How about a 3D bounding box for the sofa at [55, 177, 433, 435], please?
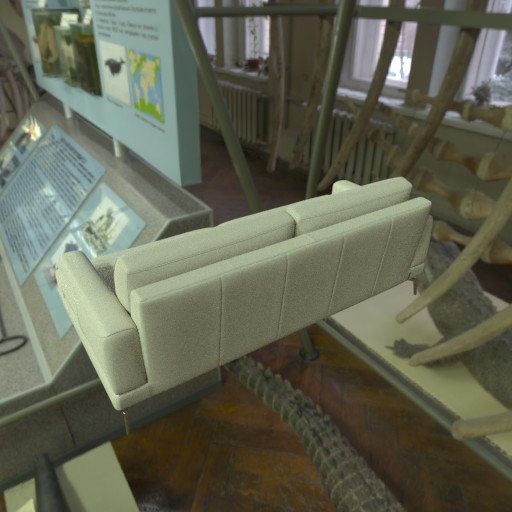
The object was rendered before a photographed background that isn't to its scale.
[{"bbox_3d":[0.000,0.000,2.450,1.940,0.765,0.974,-18,34,-29],"label":"sofa"}]
